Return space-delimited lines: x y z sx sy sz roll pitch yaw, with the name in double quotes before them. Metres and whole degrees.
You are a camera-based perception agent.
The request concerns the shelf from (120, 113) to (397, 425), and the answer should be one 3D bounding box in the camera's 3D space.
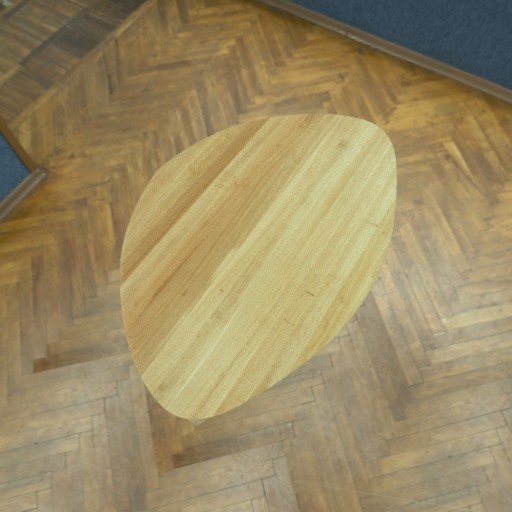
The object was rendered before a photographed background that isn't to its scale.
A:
"shelf" 0.000 0.000 1.678 0.845 0.440 1.246 31 68 14
